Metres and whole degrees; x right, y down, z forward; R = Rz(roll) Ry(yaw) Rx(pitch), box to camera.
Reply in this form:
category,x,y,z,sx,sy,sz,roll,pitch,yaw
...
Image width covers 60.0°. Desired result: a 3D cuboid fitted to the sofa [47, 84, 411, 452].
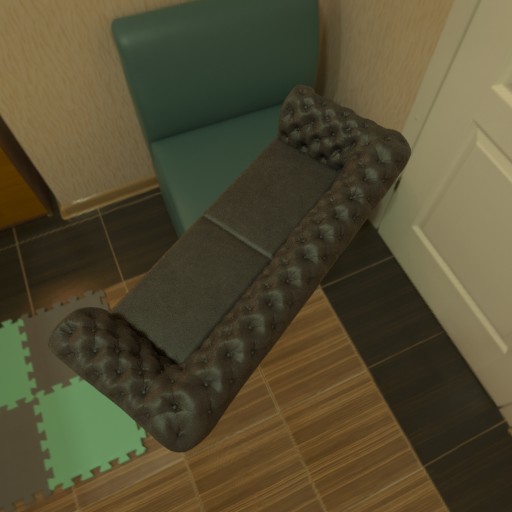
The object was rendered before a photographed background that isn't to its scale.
category,x,y,z,sx,sy,sz,roll,pitch,yaw
sofa,0.000,0.000,2.841,0.944,0.783,2.385,33,66,16
